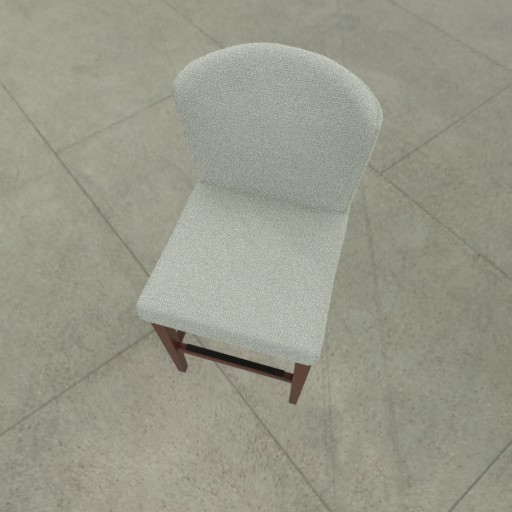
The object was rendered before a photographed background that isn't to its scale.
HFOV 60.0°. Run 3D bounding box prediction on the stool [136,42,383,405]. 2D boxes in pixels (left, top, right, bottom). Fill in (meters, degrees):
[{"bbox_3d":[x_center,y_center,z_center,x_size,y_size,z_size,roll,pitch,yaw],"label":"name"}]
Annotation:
[{"bbox_3d":[0.000,0.000,1.276,0.481,0.969,0.568,14,60,8],"label":"stool"}]
